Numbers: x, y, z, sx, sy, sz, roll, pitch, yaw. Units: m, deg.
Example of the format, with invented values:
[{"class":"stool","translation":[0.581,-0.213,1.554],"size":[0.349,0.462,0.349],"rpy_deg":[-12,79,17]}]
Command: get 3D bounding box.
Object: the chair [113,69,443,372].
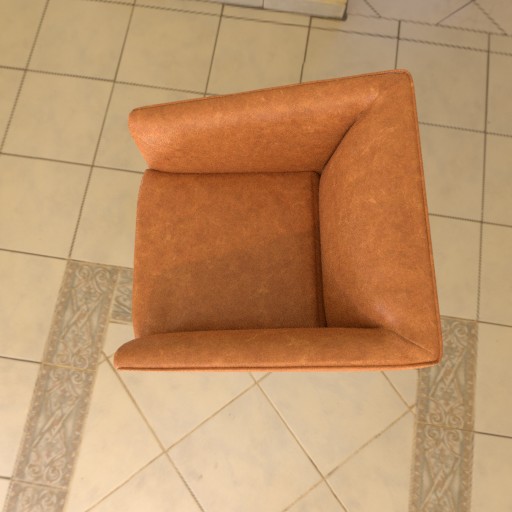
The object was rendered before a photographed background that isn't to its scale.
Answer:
[{"class":"chair","translation":[0.000,0.000,1.173],"size":[0.625,0.760,0.588],"rpy_deg":[-1,76,0]}]
